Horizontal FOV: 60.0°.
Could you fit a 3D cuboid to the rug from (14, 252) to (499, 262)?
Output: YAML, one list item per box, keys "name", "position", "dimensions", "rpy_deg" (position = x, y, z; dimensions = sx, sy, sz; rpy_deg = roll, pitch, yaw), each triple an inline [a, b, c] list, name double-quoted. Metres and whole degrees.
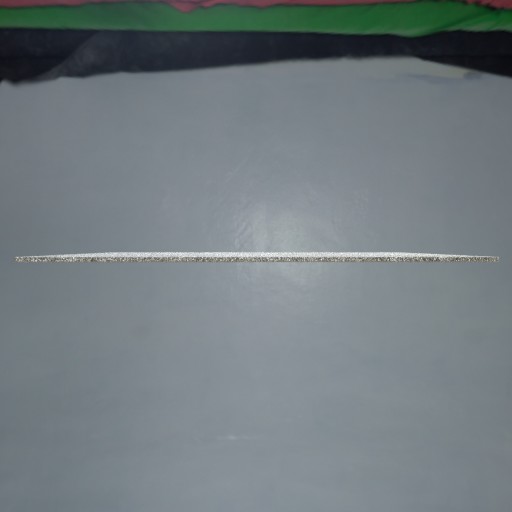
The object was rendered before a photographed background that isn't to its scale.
- name: "rug"
  position: [0.000, 0.000, 2.882]
  dimensions: [2.350, 0.025, 1.502]
  rpy_deg: [0, 1, -1]
